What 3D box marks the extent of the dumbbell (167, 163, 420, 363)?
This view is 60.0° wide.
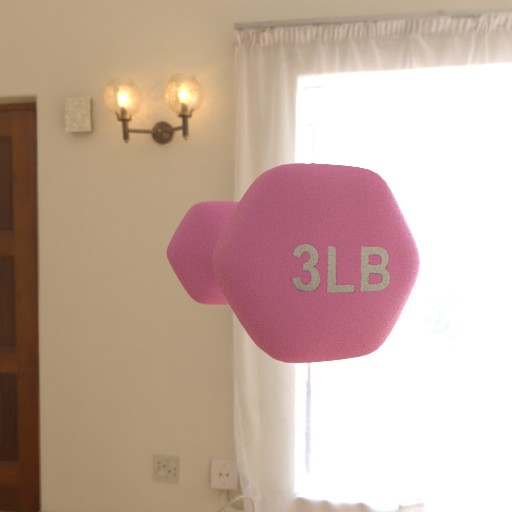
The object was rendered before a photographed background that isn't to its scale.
[{"bbox_3d":[0.000,0.000,0.193,0.064,0.058,0.159,-1,2,-17],"label":"dumbbell"}]
